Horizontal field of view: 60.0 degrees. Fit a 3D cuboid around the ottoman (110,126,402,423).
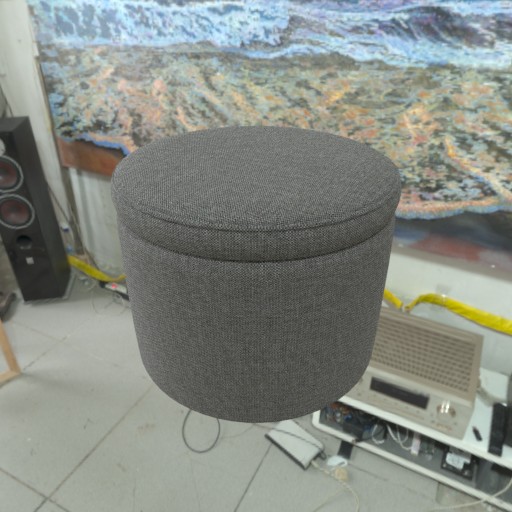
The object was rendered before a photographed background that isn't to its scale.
[{"bbox_3d":[0.000,0.000,0.908,0.520,0.430,0.520,0,31,0],"label":"ottoman"}]
